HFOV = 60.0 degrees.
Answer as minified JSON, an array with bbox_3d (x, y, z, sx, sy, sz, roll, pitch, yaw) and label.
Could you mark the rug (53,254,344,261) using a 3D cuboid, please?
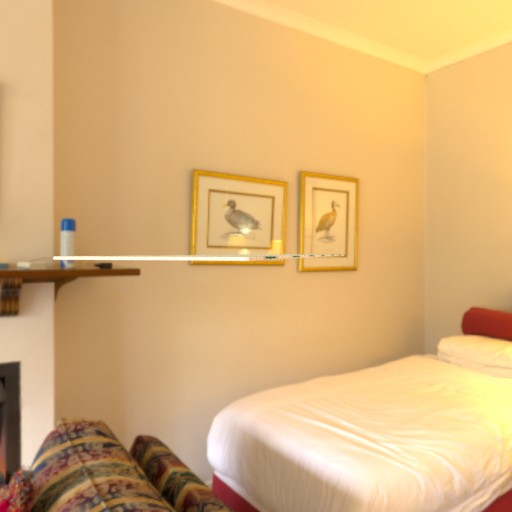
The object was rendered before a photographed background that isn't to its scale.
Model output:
[{"bbox_3d":[0.000,0.000,2.660,0.768,0.012,2.438,0,0,18],"label":"rug"}]
